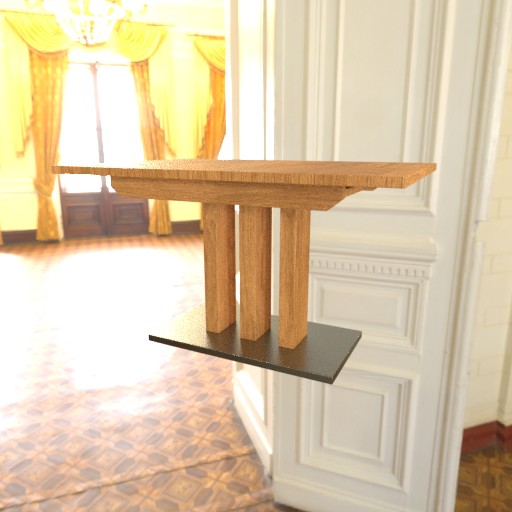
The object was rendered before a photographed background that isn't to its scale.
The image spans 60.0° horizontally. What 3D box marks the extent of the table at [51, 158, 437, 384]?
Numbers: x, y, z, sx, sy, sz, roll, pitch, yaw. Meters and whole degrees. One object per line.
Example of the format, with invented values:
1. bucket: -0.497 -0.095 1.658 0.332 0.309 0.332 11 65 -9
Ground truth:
1. table: 0.000 0.000 1.899 1.300 0.770 0.900 7 16 25
